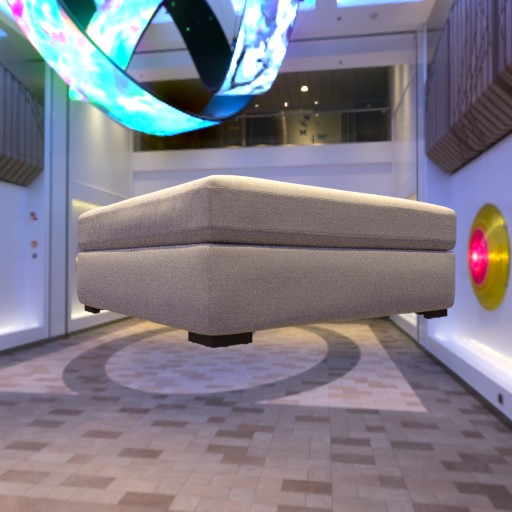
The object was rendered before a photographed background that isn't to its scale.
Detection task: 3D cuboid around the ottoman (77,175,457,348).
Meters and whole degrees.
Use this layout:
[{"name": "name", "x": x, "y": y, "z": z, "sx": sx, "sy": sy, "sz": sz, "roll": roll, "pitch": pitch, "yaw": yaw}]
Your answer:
[{"name": "ottoman", "x": 0.000, "y": 0.000, "z": 1.844, "sx": 1.167, "sy": 0.482, "sz": 1.163, "roll": 1, "pitch": -1, "yaw": -37}]
